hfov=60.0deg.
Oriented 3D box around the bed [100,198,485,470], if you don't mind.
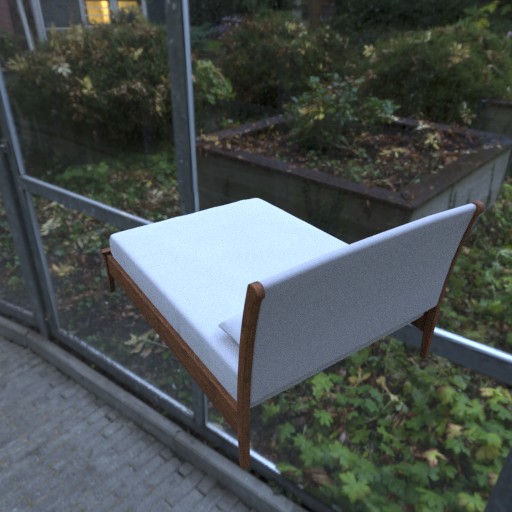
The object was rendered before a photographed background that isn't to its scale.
[{"bbox_3d":[0.000,0.000,2.971,1.502,1.135,2.108,-18,33,-30],"label":"bed"}]
